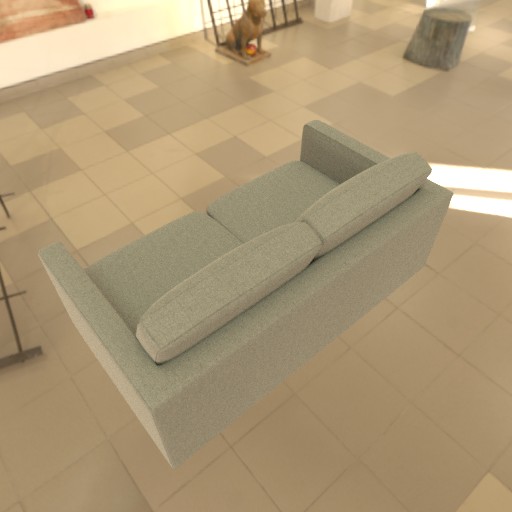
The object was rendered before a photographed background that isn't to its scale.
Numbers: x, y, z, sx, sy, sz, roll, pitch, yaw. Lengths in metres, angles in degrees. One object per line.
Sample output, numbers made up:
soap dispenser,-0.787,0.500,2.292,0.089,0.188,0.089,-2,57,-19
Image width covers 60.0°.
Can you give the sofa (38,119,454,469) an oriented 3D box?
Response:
sofa,0.000,0.000,2.250,1.731,0.900,1.000,-32,54,-27
